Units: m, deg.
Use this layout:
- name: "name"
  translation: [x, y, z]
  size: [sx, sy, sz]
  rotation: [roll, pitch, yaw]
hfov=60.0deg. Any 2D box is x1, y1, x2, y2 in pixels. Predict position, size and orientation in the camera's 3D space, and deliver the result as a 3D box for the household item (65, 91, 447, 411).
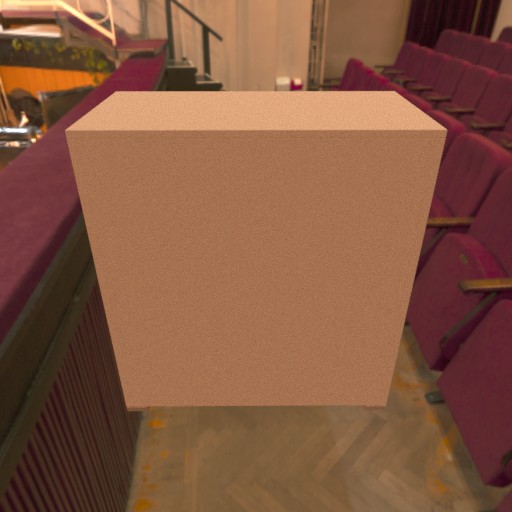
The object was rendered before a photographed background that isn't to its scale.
- name: "household item"
  translation: [0.000, 0.000, 1.331]
  size: [0.800, 0.870, 0.420]
  rotation: [0, 31, 0]
